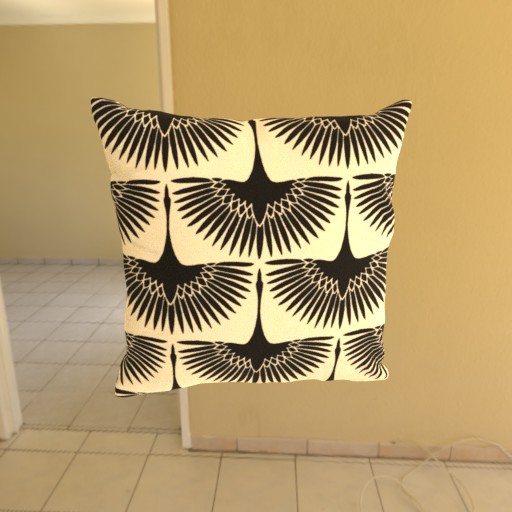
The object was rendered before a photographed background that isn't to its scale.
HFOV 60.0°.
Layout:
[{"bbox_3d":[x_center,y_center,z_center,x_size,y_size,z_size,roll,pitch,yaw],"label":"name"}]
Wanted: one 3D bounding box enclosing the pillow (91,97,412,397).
[{"bbox_3d":[0.000,0.000,0.644,0.432,0.432,0.139,-2,16,-7],"label":"pillow"}]
